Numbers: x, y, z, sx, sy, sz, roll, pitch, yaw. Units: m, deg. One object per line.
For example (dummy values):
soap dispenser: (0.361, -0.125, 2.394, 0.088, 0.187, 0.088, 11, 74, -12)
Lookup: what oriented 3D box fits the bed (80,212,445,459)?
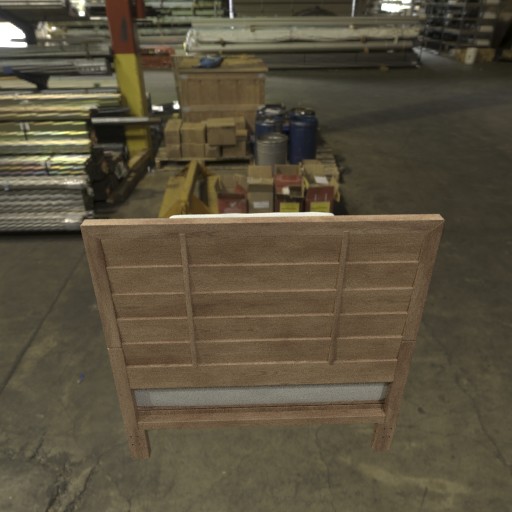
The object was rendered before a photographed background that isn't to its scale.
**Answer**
bed: (0.000, 0.000, 3.324, 1.626, 1.626, 2.197, -1, 30, -2)
